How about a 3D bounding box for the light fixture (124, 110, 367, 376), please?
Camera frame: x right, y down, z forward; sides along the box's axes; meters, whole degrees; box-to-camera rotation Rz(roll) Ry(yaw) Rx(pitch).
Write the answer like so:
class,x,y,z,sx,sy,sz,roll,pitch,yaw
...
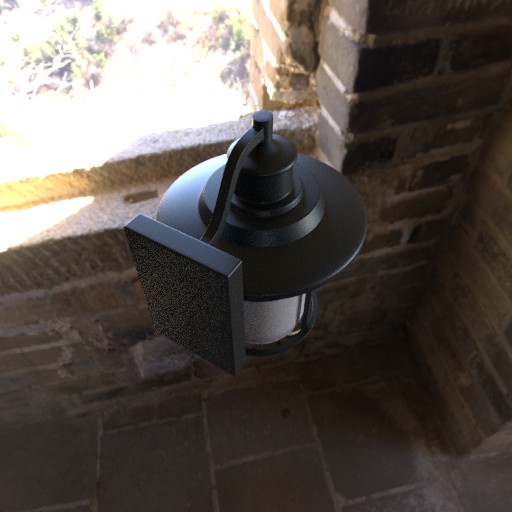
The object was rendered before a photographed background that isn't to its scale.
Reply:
class,x,y,z,sx,sy,sz,roll,pitch,yaw
light fixture,0.000,0.000,0.511,0.222,0.345,0.252,24,52,21
